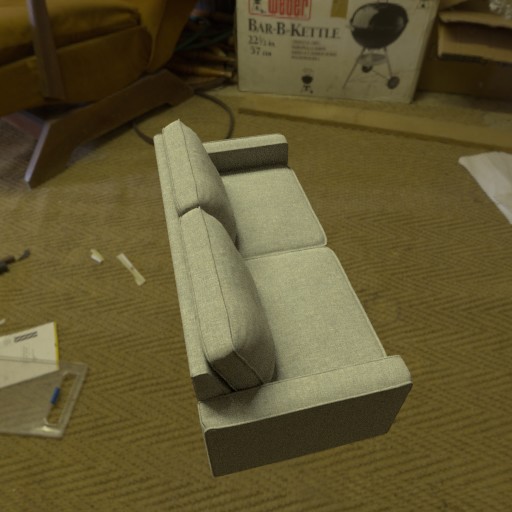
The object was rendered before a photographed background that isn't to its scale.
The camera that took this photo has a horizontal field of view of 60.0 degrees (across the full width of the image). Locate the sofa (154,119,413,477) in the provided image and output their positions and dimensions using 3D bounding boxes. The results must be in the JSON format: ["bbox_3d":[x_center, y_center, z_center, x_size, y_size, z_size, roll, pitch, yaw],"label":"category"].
[{"bbox_3d":[0.000,0.000,2.612,0.945,0.918,2.078,-10,47,-9],"label":"sofa"}]
